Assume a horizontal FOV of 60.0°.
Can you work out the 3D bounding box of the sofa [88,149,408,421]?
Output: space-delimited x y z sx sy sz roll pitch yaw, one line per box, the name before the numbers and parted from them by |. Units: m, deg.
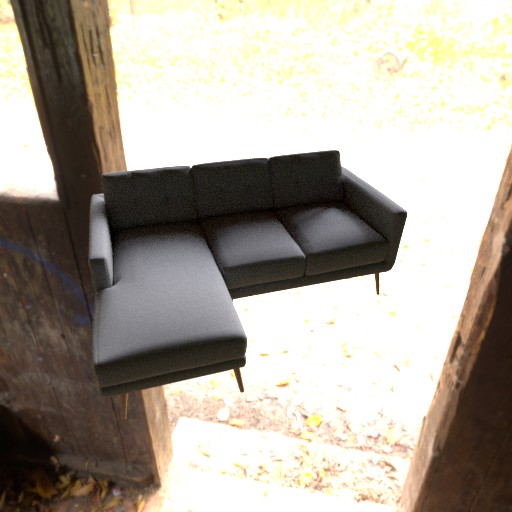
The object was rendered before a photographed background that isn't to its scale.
sofa | 0.000 0.000 2.894 2.040 0.860 1.530 -9 33 -14
